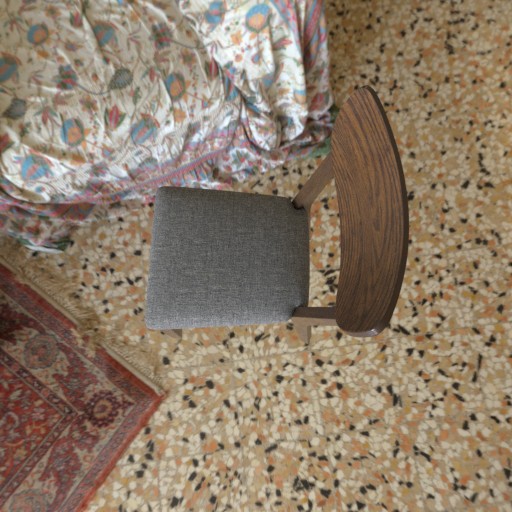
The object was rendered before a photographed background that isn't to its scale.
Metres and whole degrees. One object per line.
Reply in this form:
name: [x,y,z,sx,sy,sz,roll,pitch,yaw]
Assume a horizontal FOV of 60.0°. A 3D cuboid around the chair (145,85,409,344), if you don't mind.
chair: [0.000,0.000,1.214,0.583,0.849,0.491,1,75,0]
